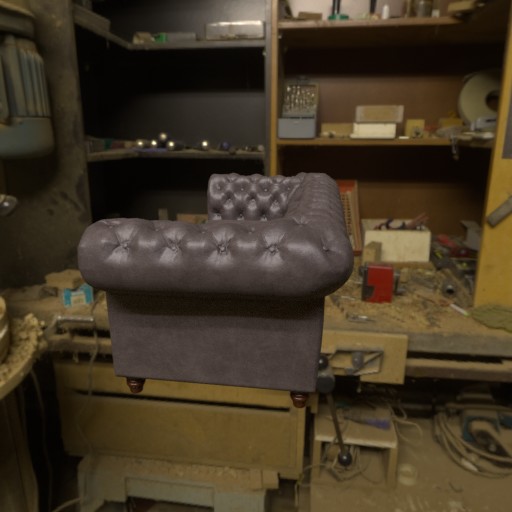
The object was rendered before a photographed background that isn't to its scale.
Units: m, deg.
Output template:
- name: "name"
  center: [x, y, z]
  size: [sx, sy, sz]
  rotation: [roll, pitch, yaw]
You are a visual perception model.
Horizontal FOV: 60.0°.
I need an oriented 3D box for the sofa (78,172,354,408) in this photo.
- name: "sofa"
  center: [0.000, 0.000, 2.471]
  size: [0.944, 0.779, 2.048]
  rotation: [2, 16, 8]
